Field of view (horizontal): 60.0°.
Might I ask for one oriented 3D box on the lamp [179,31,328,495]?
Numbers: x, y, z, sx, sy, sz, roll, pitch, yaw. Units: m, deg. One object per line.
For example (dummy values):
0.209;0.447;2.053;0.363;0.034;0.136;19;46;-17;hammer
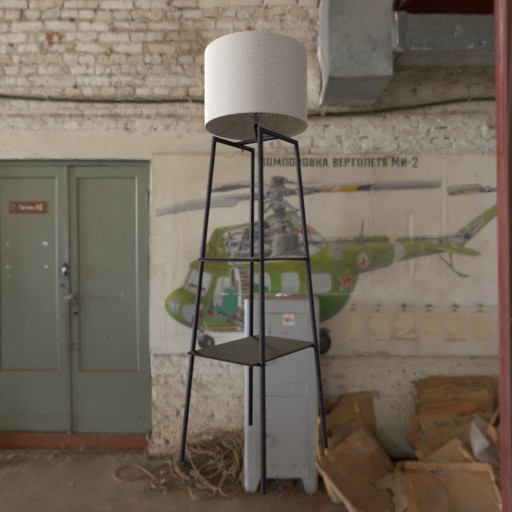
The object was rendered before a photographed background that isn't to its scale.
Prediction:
0.000;0.000;1.640;0.384;1.474;0.427;0;1;37;lamp
